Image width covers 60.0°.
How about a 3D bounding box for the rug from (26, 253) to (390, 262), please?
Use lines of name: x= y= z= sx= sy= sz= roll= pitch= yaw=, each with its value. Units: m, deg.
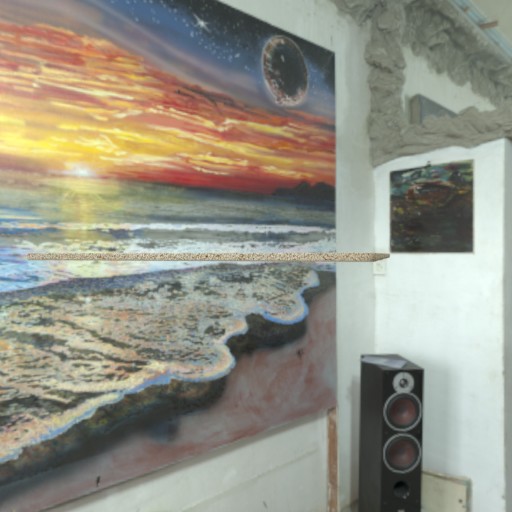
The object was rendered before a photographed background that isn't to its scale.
rug: x=0.000 y=0.000 z=2.134 sx=1.199 sy=0.025 sz=1.600 roll=0 pitch=0 yaw=18
